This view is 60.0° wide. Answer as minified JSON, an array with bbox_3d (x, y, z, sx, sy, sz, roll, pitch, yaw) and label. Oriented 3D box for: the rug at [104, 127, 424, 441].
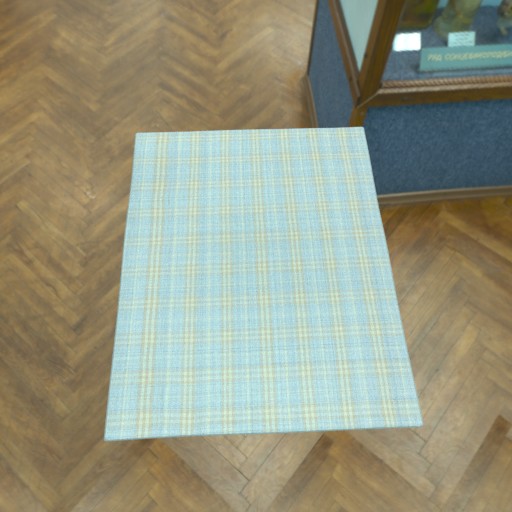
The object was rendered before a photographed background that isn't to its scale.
[{"bbox_3d":[0.000,0.000,4.088,2.462,0.030,3.066,-2,63,-1],"label":"rug"}]
